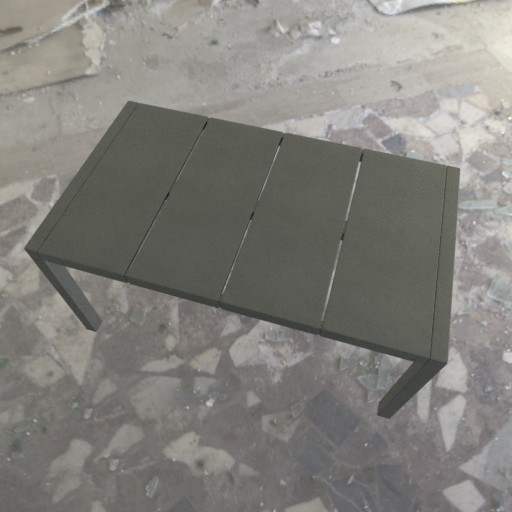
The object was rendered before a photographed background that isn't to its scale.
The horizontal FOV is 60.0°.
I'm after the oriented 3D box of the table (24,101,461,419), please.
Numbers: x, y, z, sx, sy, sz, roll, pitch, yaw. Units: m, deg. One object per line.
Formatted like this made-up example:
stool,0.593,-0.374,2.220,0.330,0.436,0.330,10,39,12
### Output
table,0.000,0.000,1.293,0.965,0.460,0.559,14,58,9
